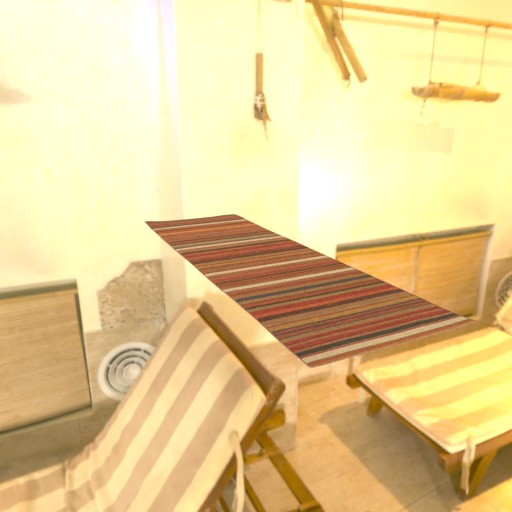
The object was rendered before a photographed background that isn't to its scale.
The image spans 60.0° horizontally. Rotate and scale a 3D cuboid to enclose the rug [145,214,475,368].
[{"bbox_3d":[0.000,0.000,2.683,0.799,0.030,2.444,-8,19,-25],"label":"rug"}]
